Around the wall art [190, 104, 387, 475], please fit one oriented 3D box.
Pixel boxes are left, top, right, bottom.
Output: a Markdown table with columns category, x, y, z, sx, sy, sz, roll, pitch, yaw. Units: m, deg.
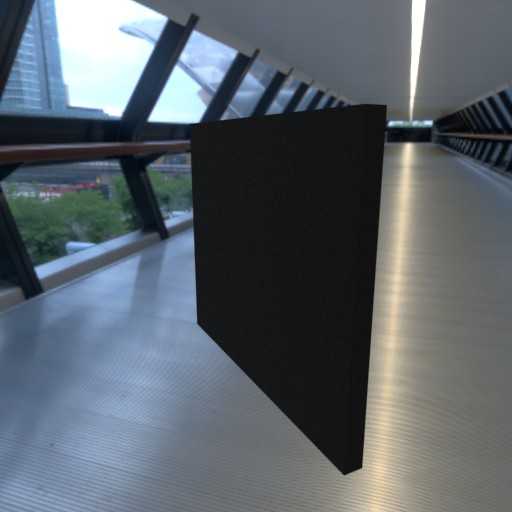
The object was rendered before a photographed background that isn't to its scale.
| category | x | y | z | sx | sy | sz | roll | pitch | yaw |
| --- | --- | --- | --- | --- | --- | --- | --- | --- | --- |
| wall art | 0.000 | 0.000 | 0.765 | 0.031 | 0.457 | 0.558 | -7 | 16 | -26 |
